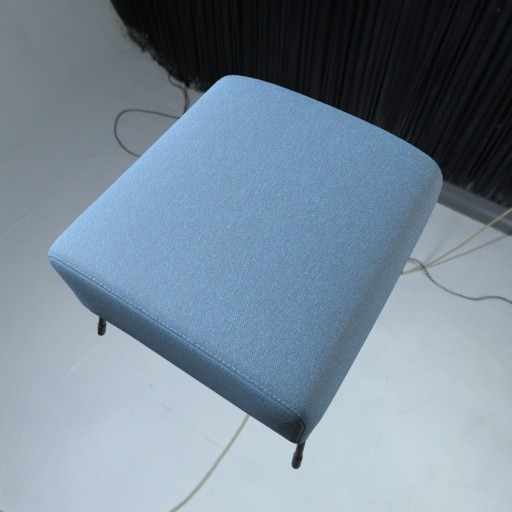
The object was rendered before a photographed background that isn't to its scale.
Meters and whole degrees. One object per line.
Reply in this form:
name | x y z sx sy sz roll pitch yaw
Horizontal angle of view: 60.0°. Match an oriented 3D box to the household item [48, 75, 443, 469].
household item | 0.000 0.000 0.872 0.530 0.420 0.530 29 64 16
